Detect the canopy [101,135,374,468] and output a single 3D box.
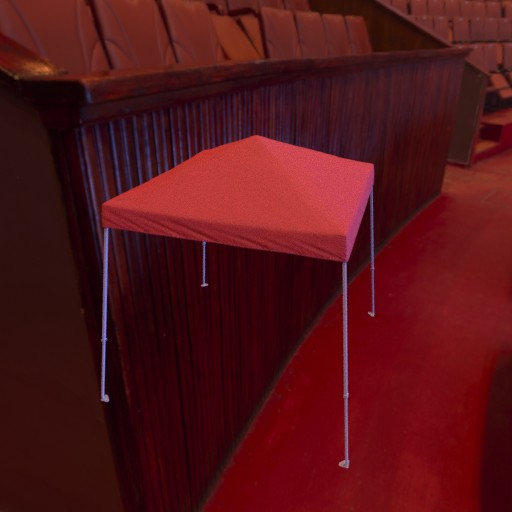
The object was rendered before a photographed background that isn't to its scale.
[{"bbox_3d":[0.000,0.000,6.719,3.600,3.600,3.599,8,28,16],"label":"canopy"}]
